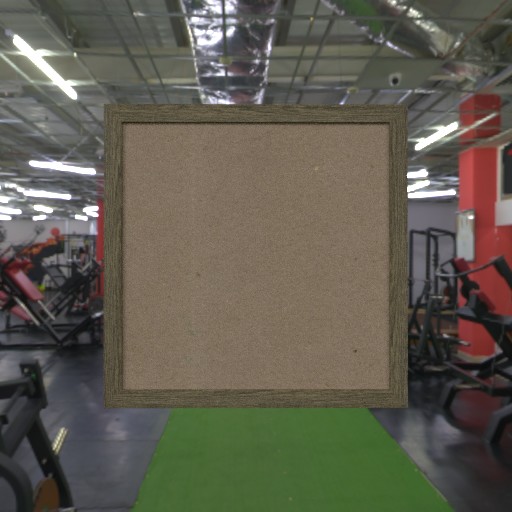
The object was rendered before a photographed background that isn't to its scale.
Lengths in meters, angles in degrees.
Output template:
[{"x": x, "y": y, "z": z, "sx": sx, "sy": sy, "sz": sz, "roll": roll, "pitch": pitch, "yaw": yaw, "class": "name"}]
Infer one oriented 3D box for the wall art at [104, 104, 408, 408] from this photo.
[{"x": 0.000, "y": 0.000, "z": 0.750, "sx": 0.508, "sy": 0.508, "sz": 0.019, "roll": 0, "pitch": 0, "yaw": 0, "class": "wall art"}]
